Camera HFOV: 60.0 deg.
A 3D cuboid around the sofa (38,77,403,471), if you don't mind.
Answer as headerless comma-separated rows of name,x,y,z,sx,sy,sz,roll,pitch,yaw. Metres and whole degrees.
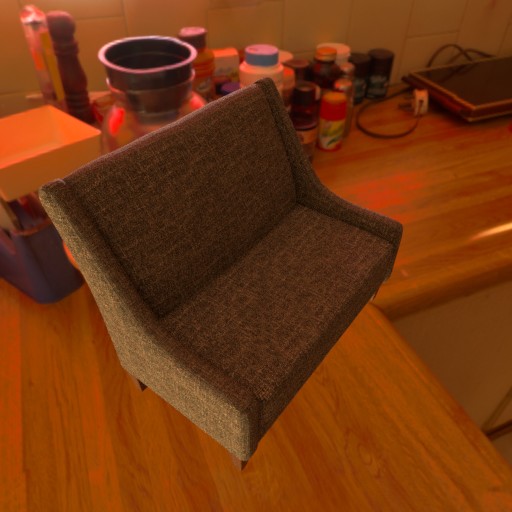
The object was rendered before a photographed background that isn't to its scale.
sofa,0.000,0.000,1.905,0.870,1.021,1.242,27,48,27
